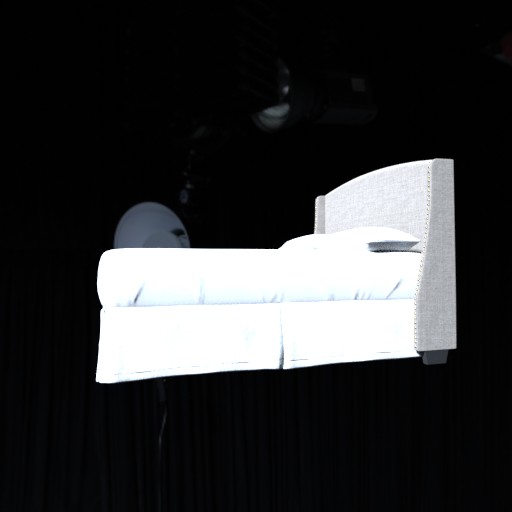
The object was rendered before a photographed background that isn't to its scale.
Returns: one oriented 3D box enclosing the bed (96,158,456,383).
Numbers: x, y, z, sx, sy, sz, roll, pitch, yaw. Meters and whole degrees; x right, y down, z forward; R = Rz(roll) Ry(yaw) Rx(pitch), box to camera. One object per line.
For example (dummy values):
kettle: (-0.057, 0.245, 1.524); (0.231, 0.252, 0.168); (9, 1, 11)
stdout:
bed: (0.000, 0.000, 3.365); (2.237, 1.407, 1.710); (0, -1, -18)
